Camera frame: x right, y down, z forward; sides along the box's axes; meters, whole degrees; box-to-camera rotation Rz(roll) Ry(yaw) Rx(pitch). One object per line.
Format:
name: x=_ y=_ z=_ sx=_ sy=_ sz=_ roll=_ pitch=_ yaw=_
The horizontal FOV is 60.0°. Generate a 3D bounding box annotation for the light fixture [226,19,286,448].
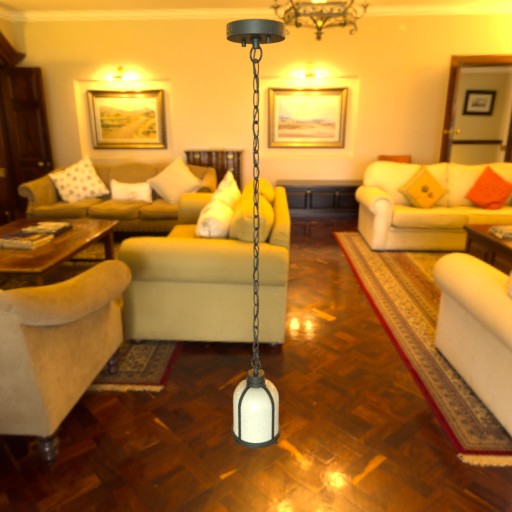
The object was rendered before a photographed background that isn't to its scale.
light fixture: x=0.000 y=0.000 z=1.257 sx=0.178 sy=1.181 sz=0.178 roll=16 pitch=23 yaw=42
